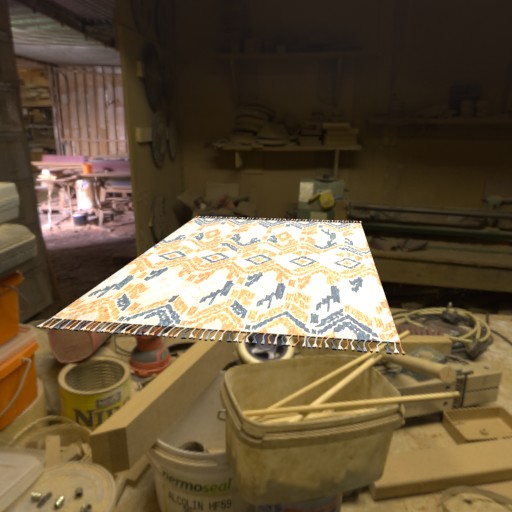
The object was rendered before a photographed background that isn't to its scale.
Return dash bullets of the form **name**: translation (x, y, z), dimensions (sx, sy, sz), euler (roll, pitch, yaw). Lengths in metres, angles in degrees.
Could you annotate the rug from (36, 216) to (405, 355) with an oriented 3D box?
- **rug**: translation (0.000, 0.000, 2.929), dimensions (1.533, 0.010, 2.428), euler (3, 17, 8)
